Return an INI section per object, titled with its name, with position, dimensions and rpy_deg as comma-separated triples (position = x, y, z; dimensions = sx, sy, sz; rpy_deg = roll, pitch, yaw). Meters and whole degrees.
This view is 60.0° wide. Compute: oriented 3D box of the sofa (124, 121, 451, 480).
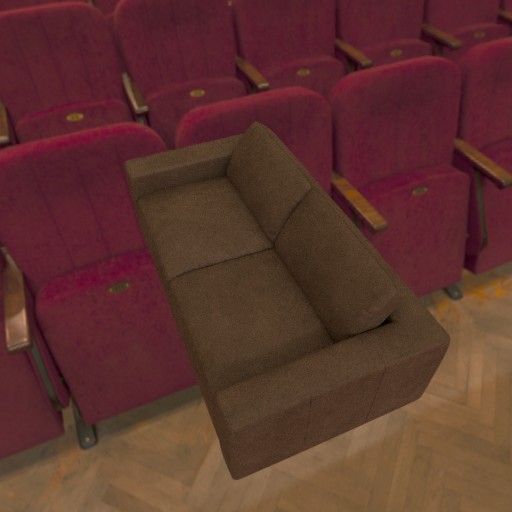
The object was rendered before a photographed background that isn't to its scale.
[sofa]
position = 0.000, 0.000, 2.496
dimensions = 1.070, 0.800, 1.920
rpy_deg = -17, 48, -16
